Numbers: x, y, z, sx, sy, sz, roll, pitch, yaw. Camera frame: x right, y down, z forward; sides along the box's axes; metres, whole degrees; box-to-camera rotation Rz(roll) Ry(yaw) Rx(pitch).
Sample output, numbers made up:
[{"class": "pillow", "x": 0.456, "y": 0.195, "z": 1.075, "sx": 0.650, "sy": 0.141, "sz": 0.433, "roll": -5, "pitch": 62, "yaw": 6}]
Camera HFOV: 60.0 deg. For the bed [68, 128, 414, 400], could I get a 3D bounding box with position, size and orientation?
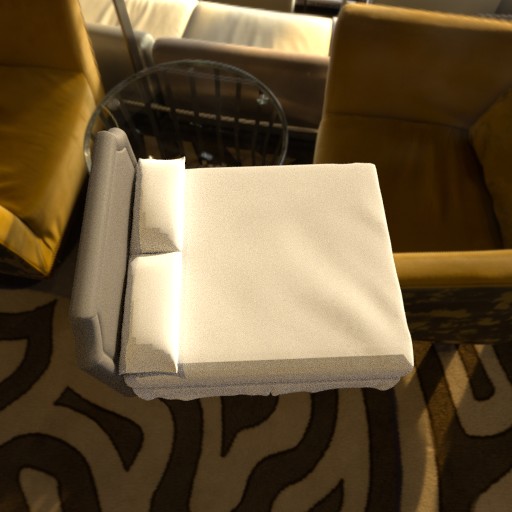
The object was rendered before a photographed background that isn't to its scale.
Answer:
[{"class": "bed", "x": 0.000, "y": 0.000, "z": 3.927, "sx": 2.536, "sy": 1.561, "sz": 2.194, "roll": -2, "pitch": 64, "yaw": -1}]
